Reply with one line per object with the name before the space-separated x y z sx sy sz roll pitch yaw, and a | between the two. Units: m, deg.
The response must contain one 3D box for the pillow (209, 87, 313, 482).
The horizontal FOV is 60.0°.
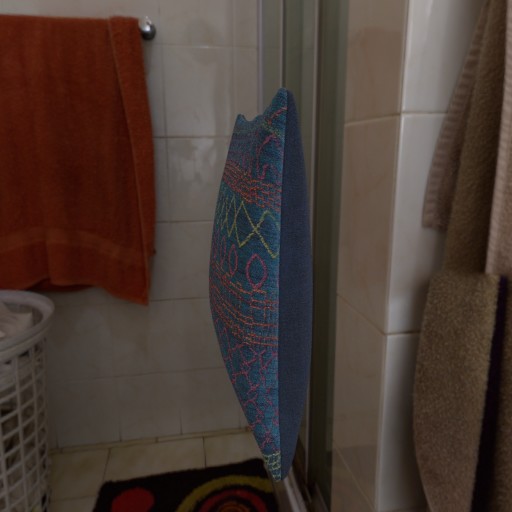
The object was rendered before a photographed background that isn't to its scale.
pillow | 0.000 0.000 0.656 0.141 0.431 0.431 -2 14 -7
